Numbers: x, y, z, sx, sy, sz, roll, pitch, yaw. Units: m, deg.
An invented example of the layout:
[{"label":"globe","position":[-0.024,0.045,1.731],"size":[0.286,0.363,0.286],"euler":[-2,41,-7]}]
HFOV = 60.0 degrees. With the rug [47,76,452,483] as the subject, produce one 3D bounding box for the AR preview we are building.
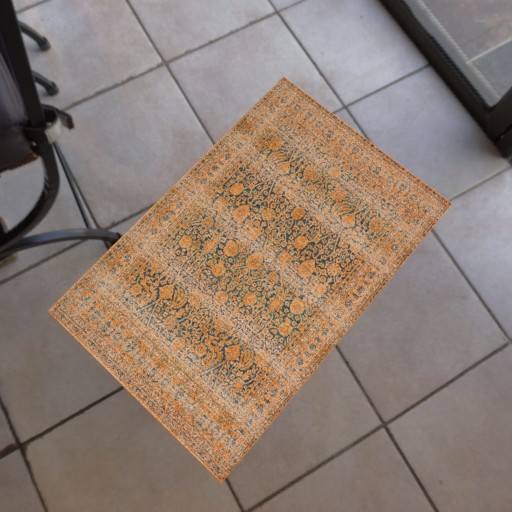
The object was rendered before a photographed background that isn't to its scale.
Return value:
[{"label":"rug","position":[0.000,0.000,2.945],"size":[1.525,0.007,2.336],"euler":[41,79,10]}]
